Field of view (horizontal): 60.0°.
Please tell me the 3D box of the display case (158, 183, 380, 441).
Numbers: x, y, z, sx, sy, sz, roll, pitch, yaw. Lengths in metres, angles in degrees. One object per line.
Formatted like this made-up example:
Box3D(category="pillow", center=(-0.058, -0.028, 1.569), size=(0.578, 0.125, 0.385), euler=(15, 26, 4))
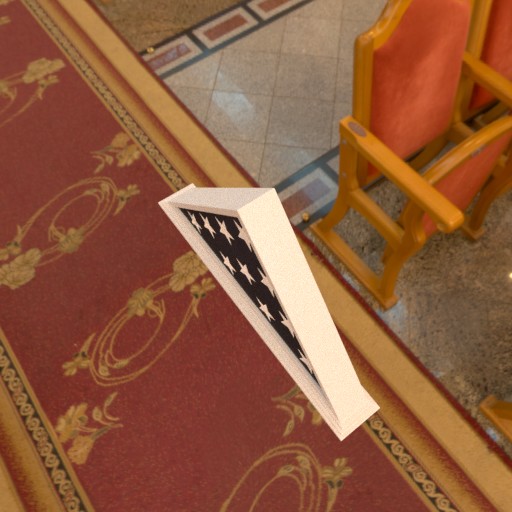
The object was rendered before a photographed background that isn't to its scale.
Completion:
Box3D(category="display case", center=(0.000, 0.000, 0.779), size=(0.095, 0.340, 0.640), euler=(-33, 67, -16))
